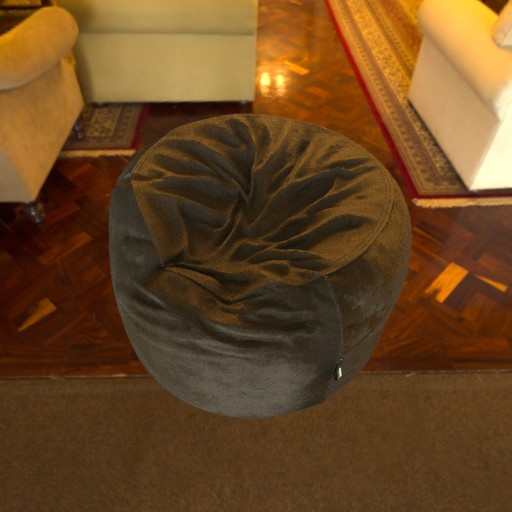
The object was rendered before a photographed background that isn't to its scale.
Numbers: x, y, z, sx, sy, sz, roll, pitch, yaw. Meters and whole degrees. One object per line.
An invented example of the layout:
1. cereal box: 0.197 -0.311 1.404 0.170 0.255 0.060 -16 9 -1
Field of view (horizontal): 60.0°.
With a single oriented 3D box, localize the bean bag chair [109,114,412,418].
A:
1. bean bag chair: 0.000 0.000 1.438 0.918 0.605 0.918 0 47 0
